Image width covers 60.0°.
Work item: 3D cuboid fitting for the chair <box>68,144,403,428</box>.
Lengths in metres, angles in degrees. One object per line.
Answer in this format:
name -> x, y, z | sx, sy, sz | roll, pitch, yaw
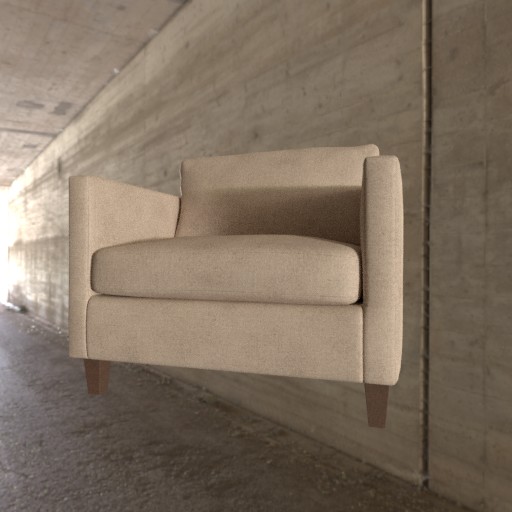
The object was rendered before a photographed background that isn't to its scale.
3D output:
chair -> 0.000, 0.000, 1.801 | 1.133, 0.961, 0.959 | 0, 0, 18
